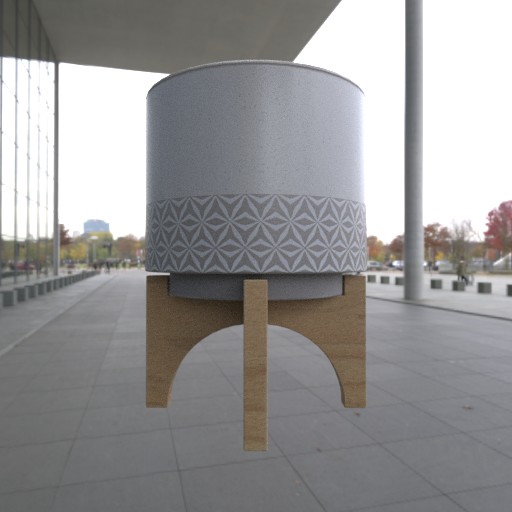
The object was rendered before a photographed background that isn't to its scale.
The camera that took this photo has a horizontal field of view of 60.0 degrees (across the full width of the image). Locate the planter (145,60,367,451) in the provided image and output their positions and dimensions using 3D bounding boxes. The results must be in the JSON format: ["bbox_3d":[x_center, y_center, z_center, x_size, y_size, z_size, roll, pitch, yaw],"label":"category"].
[{"bbox_3d":[0.000,0.000,0.511,0.249,0.343,0.249,0,-1,0],"label":"planter"}]
